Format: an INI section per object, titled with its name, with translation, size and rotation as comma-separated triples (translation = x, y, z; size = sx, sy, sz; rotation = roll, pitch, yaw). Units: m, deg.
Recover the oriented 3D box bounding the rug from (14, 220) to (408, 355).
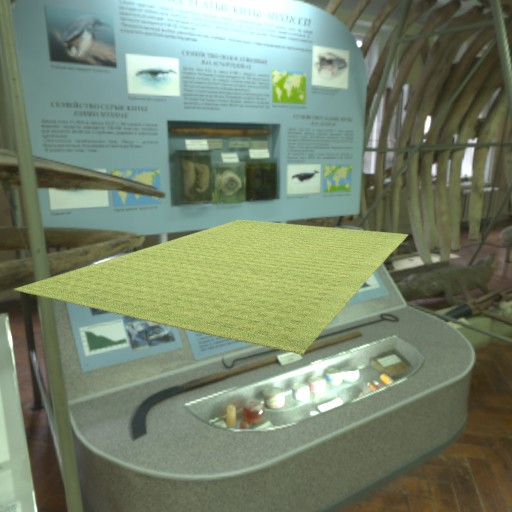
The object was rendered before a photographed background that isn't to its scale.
[rug]
translation = 0.000, 0.000, 2.839
size = 1.529, 0.007, 2.297
rotation = 7, 16, 26
